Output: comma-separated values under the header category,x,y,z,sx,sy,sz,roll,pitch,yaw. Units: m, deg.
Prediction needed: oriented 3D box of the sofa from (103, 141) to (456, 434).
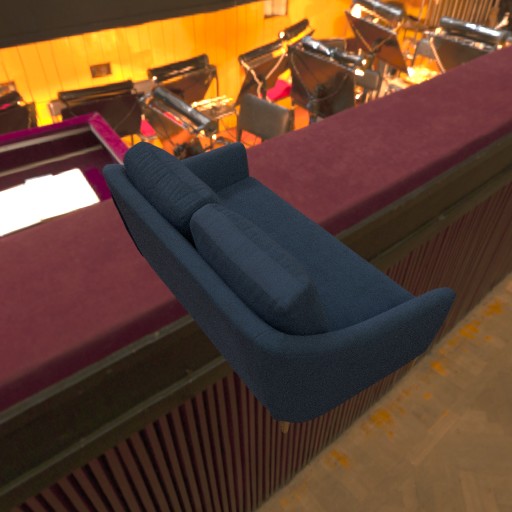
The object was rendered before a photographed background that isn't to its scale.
category,x,y,z,sx,sy,sz,roll,pitch,yaw
sofa,0.000,0.000,2.224,0.960,0.902,1.619,-26,48,-26
